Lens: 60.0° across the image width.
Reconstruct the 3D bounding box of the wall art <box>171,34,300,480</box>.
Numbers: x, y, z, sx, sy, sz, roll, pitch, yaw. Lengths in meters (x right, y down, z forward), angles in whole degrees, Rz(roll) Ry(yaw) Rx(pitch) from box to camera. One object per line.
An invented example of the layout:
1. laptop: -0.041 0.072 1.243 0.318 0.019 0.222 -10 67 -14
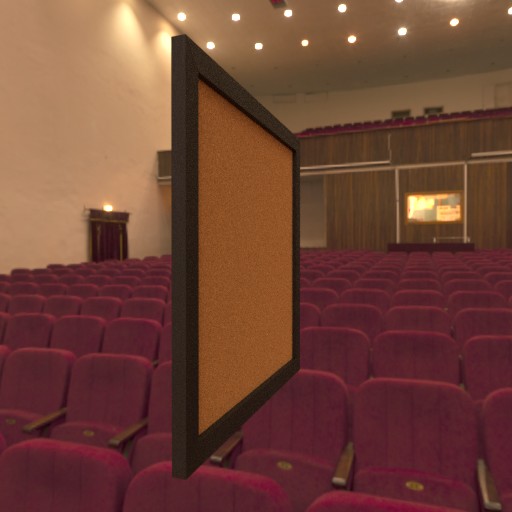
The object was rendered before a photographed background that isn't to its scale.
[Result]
1. wall art: 0.000 0.000 1.491 0.038 1.016 1.016 0 1 20
